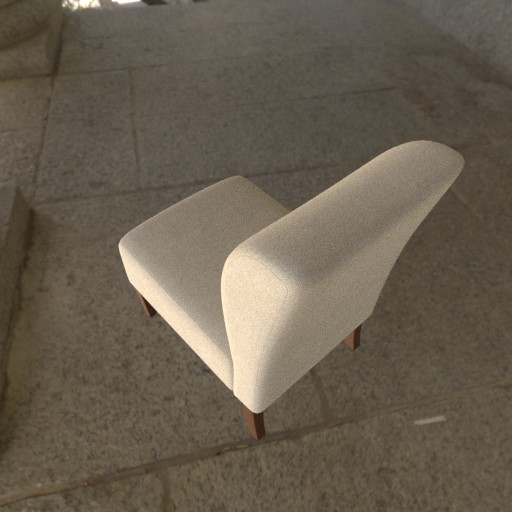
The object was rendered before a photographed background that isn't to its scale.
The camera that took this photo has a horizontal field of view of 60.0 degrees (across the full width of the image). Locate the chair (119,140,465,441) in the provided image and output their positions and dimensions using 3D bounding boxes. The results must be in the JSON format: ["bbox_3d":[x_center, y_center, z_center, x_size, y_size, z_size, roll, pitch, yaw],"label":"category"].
[{"bbox_3d":[0.000,0.000,1.275,0.521,0.833,0.754,-34,55,-27],"label":"chair"}]
